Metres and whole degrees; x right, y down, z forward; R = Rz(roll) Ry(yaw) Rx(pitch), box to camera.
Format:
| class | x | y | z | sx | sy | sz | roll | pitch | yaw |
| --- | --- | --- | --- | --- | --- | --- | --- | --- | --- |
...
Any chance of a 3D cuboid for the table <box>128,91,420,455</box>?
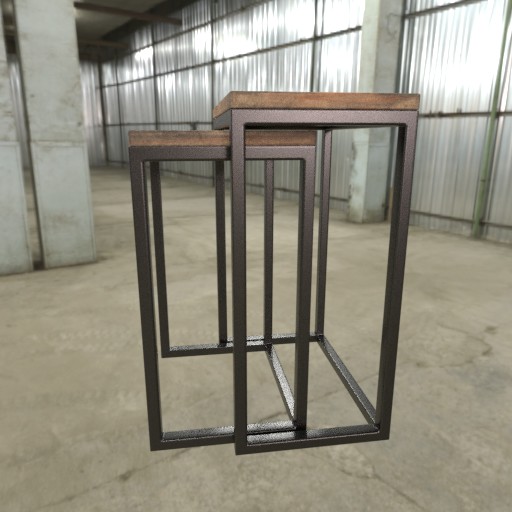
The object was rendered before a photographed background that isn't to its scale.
| class | x | y | z | sx | sy | sz | roll | pitch | yaw |
| --- | --- | --- | --- | --- | --- | --- | --- | --- | --- |
| table | 0.000 | 0.000 | 0.938 | 0.460 | 0.615 | 0.456 | -2 | 15 | -6 |
